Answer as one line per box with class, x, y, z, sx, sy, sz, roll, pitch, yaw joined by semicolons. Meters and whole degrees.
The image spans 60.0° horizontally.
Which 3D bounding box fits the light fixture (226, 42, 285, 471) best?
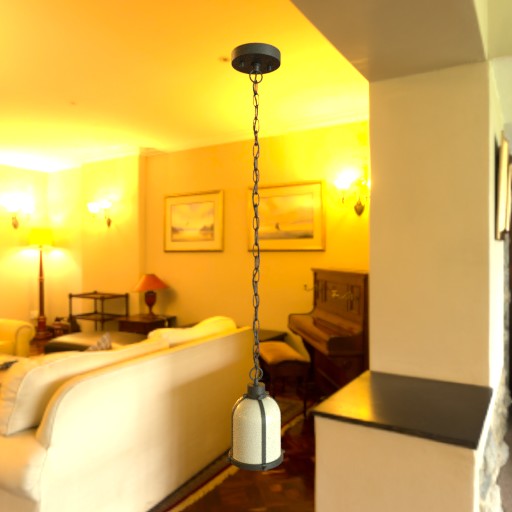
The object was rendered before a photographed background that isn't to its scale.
light fixture;0.000;0.000;1.297;0.178;1.181;0.178;0;0;-18
